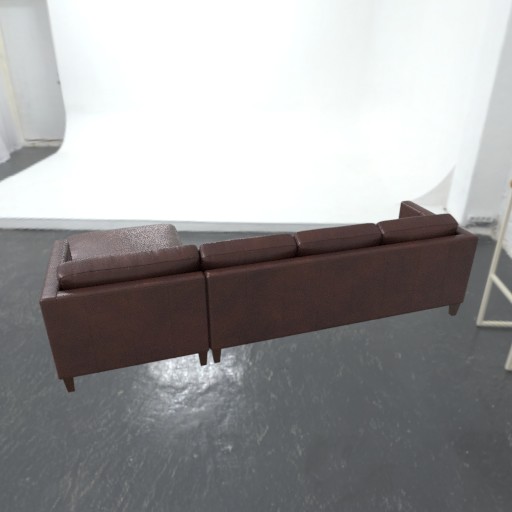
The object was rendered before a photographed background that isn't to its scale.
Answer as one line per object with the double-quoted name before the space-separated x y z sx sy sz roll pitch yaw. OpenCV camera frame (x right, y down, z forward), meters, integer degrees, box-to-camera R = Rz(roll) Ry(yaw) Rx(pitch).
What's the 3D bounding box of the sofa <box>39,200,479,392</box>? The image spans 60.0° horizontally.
"sofa" 0.000 0.000 3.860 3.203 0.883 1.581 -8 27 -16
